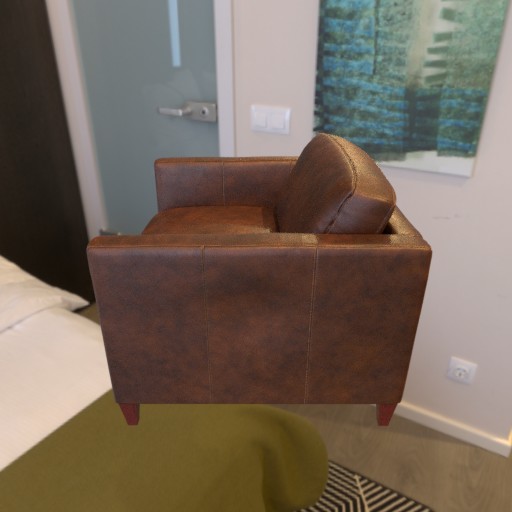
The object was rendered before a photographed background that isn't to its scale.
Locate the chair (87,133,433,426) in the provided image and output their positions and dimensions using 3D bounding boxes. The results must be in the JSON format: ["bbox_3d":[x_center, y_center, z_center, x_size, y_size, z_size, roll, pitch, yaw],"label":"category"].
[{"bbox_3d":[0.000,0.000,1.761,0.975,0.864,0.990,0,27,0],"label":"chair"}]
